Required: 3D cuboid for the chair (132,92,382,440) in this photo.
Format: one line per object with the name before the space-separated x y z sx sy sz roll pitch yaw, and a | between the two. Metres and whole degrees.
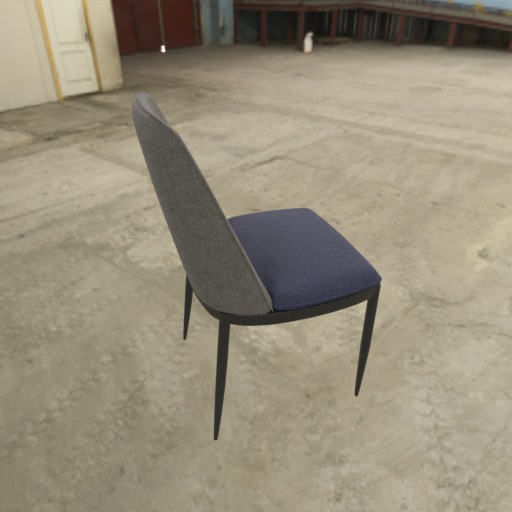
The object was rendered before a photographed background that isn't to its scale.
chair | 0.000 0.000 1.218 0.550 0.855 0.488 -10 32 -16
